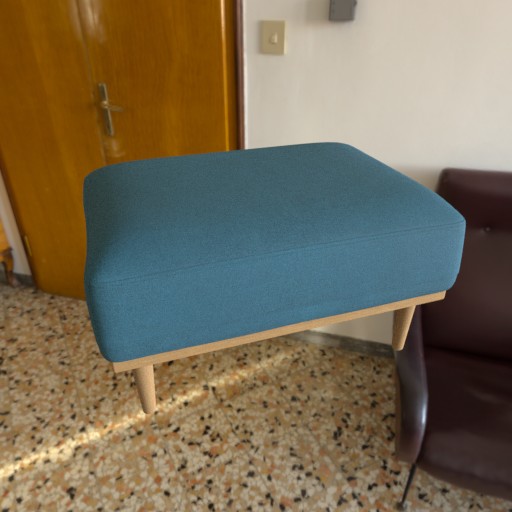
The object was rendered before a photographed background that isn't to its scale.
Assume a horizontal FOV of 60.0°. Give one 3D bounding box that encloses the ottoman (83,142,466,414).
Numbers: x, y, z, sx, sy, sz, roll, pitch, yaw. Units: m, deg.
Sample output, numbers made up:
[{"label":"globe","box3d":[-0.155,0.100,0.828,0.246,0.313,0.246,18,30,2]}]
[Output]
[{"label":"ottoman","box3d":[0.000,0.000,1.071,0.749,0.428,0.549,-10,31,-16]}]
